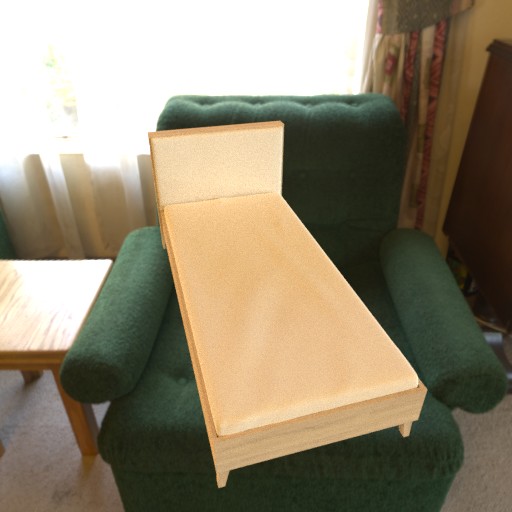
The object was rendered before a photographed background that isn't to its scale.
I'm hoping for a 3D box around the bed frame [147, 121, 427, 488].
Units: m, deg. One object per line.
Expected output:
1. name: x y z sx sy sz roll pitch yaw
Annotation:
1. bed frame: 0.000 0.000 2.637 0.990 0.920 2.140 -9 34 -13
